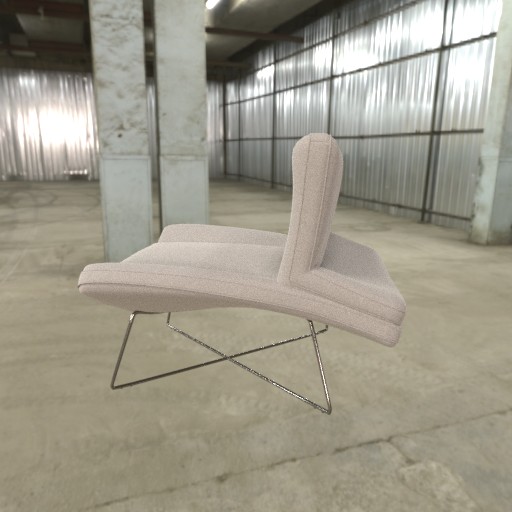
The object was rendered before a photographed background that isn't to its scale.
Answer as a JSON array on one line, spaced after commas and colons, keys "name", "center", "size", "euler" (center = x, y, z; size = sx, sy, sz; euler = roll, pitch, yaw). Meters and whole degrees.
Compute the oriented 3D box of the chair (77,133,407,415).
[{"name": "chair", "center": [0.000, 0.000, 1.659], "size": [1.008, 0.855, 0.859], "euler": [2, 13, 8]}]
